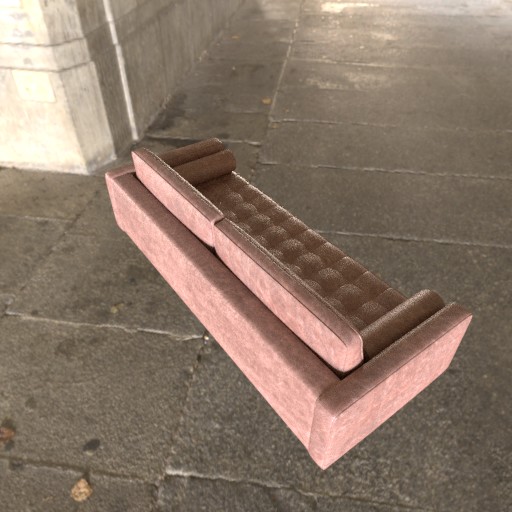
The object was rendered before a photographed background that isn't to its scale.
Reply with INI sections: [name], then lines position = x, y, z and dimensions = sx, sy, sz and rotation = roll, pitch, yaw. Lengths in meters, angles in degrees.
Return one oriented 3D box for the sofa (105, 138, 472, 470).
[sofa]
position = 0.000, 0.000, 2.614
dimensions = 0.914, 0.762, 2.210
rotation = -26, 47, -27
